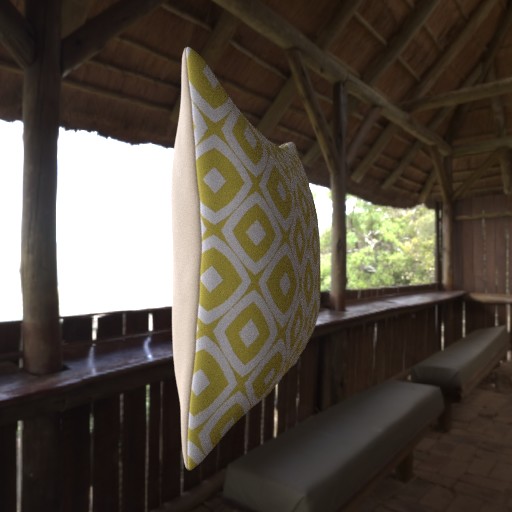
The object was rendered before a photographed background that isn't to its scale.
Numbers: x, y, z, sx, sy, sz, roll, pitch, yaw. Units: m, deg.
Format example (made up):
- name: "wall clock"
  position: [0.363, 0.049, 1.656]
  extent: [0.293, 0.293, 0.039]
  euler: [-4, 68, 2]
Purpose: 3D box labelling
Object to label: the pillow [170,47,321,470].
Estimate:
- name: "pillow"
  position: [0.000, 0.000, 0.751]
  extent: [0.188, 0.494, 0.504]
  euler: [0, 1, 19]
